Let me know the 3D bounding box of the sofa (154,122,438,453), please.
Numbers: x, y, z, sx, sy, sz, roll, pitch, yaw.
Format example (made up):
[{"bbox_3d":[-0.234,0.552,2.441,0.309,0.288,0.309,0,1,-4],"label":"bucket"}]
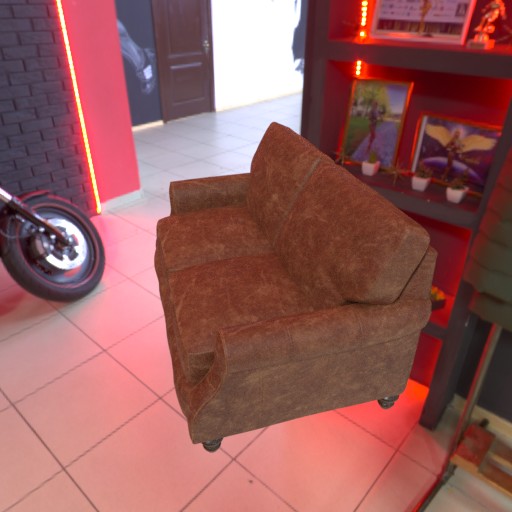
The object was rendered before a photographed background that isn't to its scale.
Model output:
[{"bbox_3d":[0.000,0.000,2.236,0.990,0.967,1.616,-8,32,-14],"label":"sofa"}]
